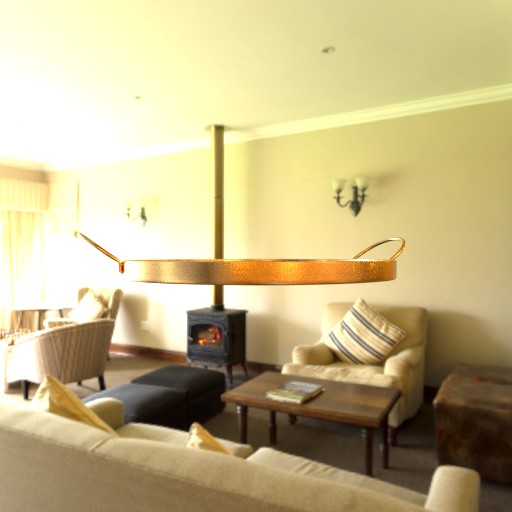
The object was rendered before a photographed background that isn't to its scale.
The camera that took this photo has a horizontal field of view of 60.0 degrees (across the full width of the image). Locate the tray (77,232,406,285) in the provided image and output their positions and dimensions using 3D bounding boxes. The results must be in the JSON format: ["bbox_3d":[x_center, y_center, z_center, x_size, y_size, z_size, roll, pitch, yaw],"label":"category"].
[{"bbox_3d":[0.000,0.000,0.724,0.543,0.069,0.438,0,0,-18],"label":"tray"}]
